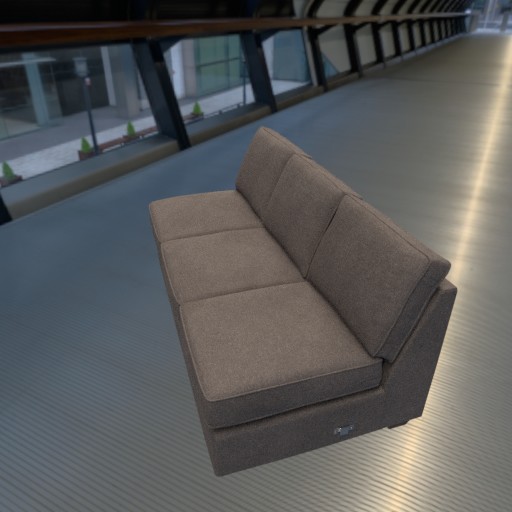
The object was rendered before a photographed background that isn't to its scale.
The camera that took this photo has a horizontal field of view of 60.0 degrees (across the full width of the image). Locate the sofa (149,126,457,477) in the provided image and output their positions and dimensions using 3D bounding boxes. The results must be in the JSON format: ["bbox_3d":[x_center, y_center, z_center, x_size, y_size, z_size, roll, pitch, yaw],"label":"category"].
[{"bbox_3d":[0.000,0.000,2.511,1.027,0.973,1.962,-9,31,-15],"label":"sofa"}]
